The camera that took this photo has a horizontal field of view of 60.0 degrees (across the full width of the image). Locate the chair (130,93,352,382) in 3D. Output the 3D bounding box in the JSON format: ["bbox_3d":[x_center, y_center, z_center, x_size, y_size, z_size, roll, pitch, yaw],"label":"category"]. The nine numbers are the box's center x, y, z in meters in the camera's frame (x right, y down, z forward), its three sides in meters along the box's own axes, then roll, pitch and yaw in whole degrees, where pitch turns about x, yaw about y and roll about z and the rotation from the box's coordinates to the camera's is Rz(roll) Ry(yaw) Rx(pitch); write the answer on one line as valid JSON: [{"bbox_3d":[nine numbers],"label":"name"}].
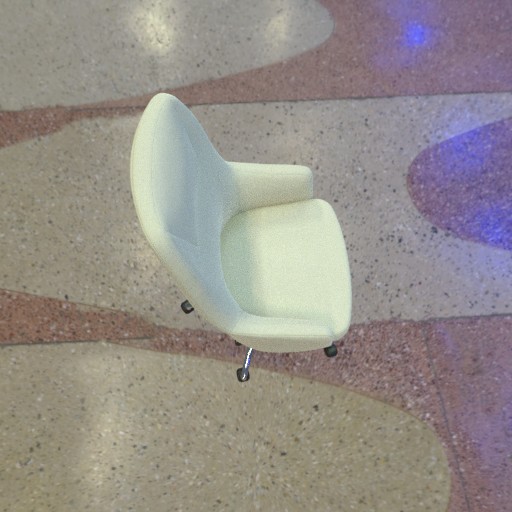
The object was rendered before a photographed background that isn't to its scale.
[{"bbox_3d":[0.000,0.000,1.435,0.640,1.049,0.620,-3,64,-1],"label":"chair"}]
